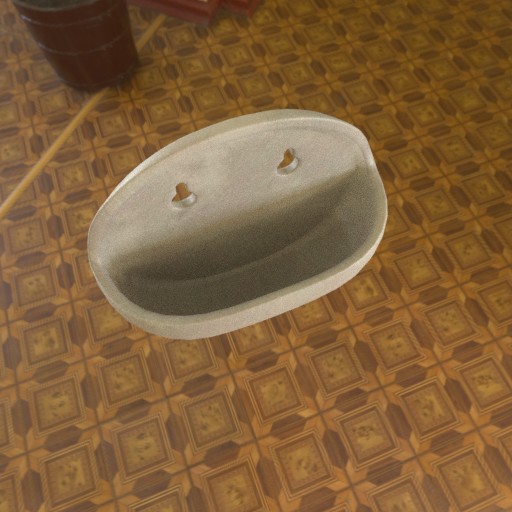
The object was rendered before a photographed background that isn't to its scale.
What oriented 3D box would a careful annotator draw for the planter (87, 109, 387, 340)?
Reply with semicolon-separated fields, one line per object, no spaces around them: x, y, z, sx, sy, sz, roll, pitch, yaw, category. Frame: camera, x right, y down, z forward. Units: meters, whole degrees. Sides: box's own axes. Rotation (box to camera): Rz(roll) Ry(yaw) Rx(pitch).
0.000;0.000;0.274;0.190;0.164;0.073;-20;65;-10;planter
